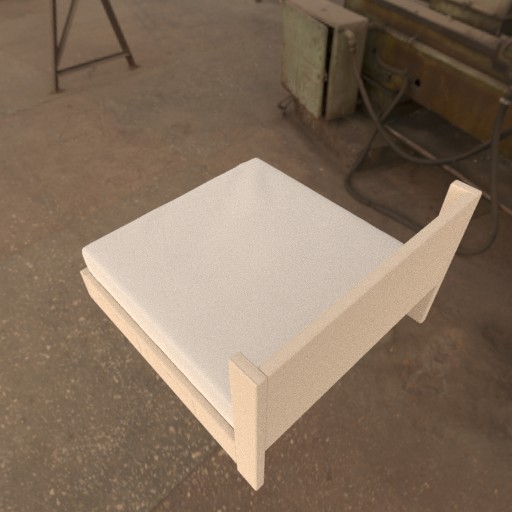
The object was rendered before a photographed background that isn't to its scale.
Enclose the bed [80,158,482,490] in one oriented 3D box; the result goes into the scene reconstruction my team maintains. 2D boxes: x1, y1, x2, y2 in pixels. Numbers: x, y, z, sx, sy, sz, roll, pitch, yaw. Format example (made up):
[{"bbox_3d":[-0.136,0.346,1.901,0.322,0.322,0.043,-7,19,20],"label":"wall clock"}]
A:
[{"bbox_3d":[0.000,0.000,3.629,2.145,1.471,2.293,-34,54,-29],"label":"bed"}]
